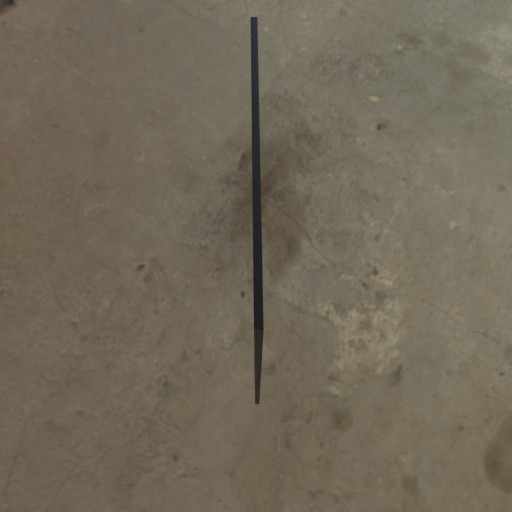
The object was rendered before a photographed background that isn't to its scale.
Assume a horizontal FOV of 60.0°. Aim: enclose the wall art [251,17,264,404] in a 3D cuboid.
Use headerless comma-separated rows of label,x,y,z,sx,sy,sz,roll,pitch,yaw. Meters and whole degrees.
wall art,0.000,0.000,0.685,0.008,0.530,0.379,-1,65,0
